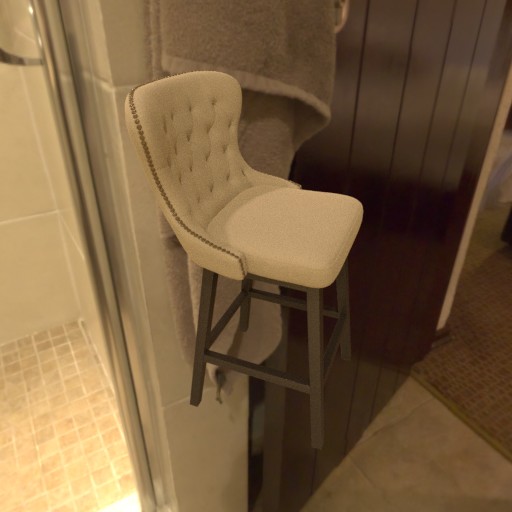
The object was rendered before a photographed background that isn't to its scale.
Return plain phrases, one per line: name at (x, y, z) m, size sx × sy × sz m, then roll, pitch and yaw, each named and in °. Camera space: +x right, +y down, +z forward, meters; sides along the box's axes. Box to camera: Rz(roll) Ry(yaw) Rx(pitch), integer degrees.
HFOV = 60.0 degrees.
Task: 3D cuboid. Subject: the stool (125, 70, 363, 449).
stool at (0.000, 0.000, 1.330) m, size 0.593 × 0.971 × 0.528 m, roll 12°, pitch 33°, yaw 19°
